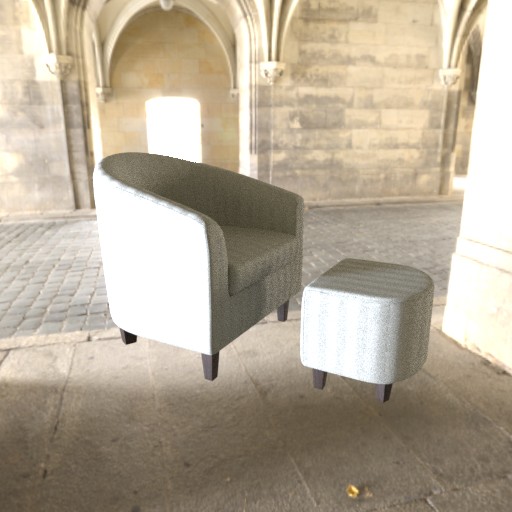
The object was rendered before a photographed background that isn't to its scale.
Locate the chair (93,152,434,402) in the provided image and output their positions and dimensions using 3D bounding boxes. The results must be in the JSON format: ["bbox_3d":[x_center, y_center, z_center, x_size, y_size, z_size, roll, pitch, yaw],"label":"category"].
[{"bbox_3d":[0.000,0.000,1.698,1.288,0.757,0.756,8,17,28],"label":"chair"}]
